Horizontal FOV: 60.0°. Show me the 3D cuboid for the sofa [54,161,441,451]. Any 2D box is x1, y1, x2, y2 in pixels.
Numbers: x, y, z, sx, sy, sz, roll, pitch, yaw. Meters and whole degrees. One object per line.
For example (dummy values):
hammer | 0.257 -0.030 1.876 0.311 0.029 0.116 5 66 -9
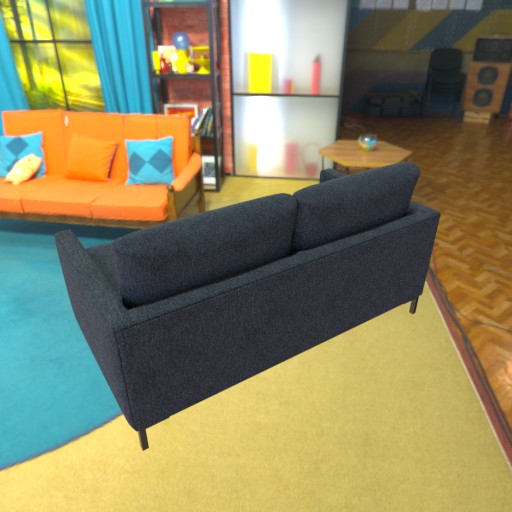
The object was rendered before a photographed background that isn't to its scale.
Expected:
sofa | 0.000 0.000 2.232 1.716 0.862 0.866 -18 34 -29
